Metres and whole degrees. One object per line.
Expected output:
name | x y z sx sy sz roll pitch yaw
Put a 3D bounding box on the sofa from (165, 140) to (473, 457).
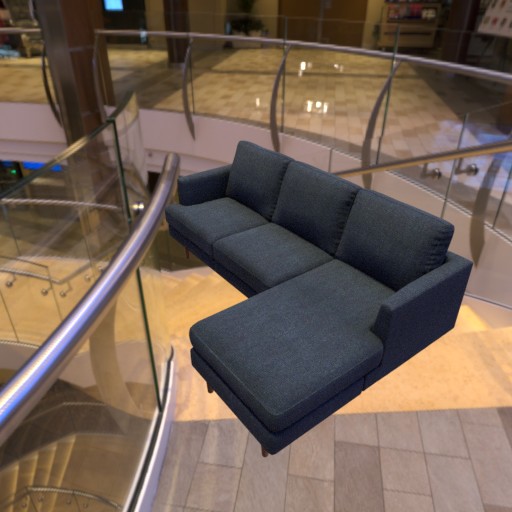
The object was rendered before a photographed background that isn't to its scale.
sofa | 0.000 0.000 3.051 1.504 0.956 2.233 -22 37 -31
